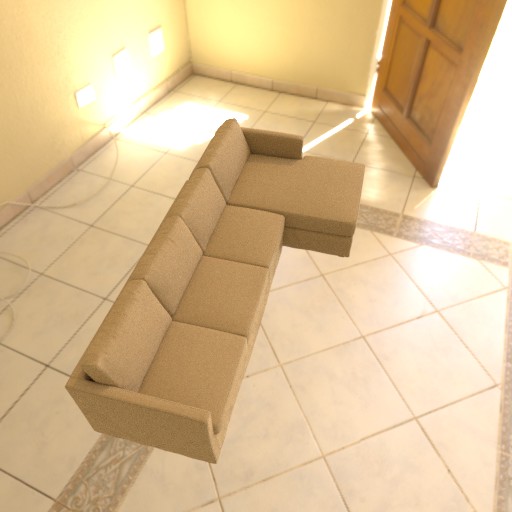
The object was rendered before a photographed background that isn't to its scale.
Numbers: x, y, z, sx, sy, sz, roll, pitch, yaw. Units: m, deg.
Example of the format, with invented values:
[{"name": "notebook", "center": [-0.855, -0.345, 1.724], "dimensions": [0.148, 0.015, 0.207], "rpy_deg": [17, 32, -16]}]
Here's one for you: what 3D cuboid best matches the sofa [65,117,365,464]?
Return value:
[{"name": "sofa", "center": [0.000, 0.000, 3.802], "dimensions": [1.622, 0.867, 3.177], "rpy_deg": [11, 48, 10]}]
